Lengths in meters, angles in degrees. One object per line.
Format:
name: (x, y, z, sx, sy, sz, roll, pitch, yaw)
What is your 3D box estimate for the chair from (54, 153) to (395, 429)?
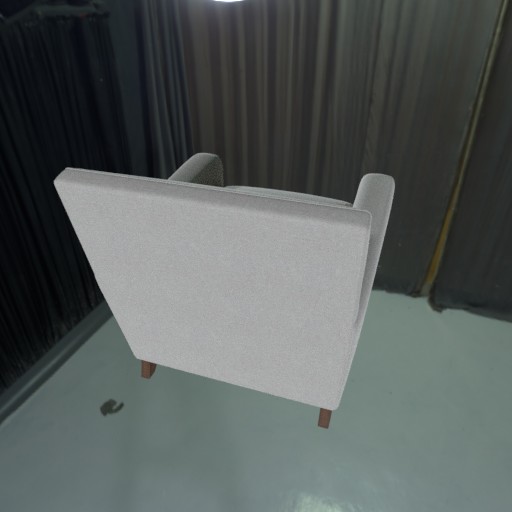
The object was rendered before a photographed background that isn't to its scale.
chair: (0.000, 0.000, 1.552, 0.840, 0.846, 0.871, 10, 34, 16)
